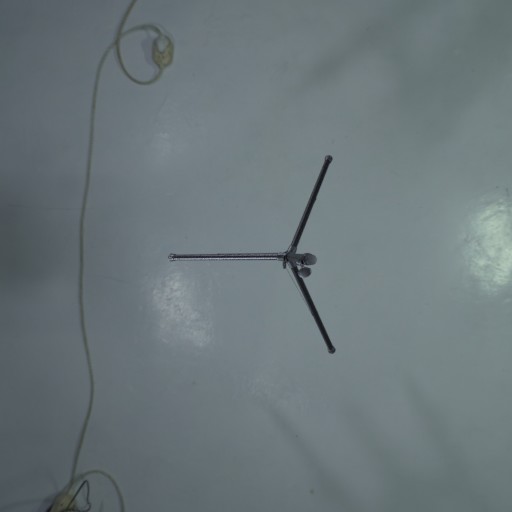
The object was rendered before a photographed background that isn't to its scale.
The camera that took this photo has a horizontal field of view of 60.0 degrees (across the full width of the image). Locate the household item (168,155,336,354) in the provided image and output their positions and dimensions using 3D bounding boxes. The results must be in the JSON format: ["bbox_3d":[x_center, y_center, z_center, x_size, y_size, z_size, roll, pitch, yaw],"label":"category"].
[{"bbox_3d":[0.000,0.000,2.783,1.339,1.595,1.596,0,91,-2],"label":"household item"}]
